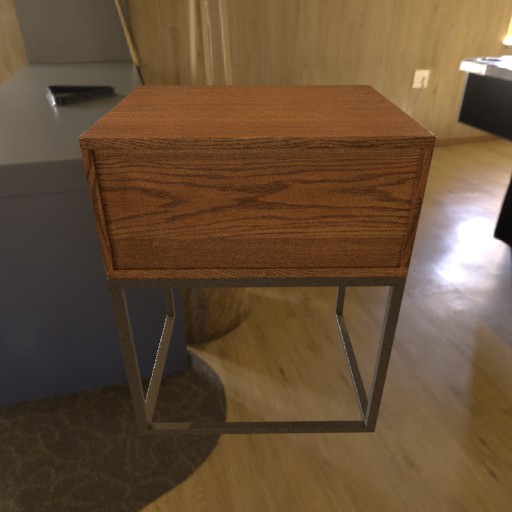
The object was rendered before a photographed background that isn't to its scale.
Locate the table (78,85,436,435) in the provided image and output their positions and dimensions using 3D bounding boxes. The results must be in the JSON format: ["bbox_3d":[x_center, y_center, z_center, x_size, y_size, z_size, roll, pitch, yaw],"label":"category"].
[{"bbox_3d":[0.000,0.000,0.923,0.482,0.610,0.400,0,31,-1],"label":"table"}]
